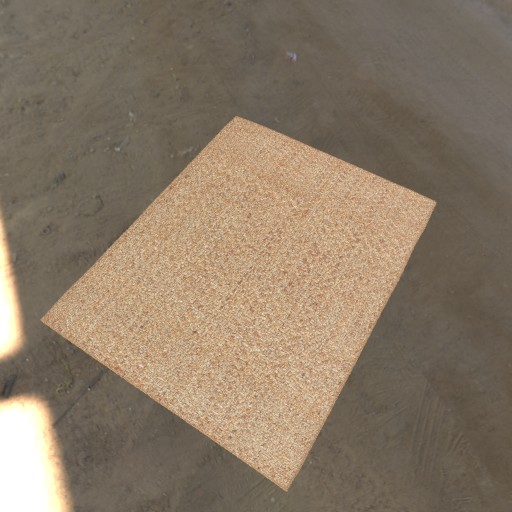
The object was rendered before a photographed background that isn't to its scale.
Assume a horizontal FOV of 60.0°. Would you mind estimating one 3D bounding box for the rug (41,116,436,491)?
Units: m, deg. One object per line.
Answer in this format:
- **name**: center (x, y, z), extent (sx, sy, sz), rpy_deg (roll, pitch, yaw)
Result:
- **rug**: center (0.000, 0.000, 4.100), extent (2.439, 0.013, 3.048), rpy_deg (28, 62, 16)
